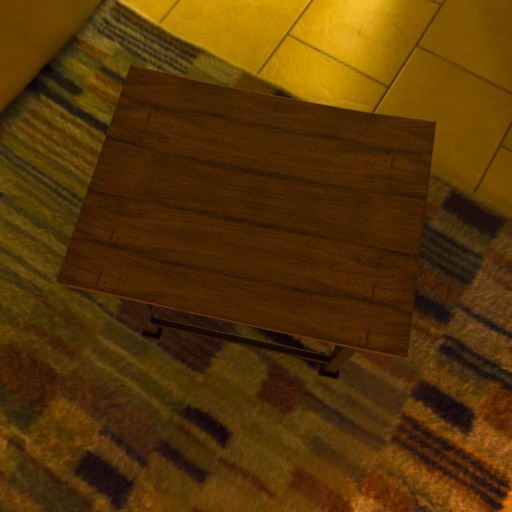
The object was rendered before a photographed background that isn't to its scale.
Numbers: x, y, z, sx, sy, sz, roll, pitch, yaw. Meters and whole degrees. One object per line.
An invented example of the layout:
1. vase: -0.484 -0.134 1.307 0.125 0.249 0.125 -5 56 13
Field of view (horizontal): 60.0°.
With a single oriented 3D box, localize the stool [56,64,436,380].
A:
1. stool: 0.000 0.000 0.921 0.486 0.625 0.405 12 75 3
